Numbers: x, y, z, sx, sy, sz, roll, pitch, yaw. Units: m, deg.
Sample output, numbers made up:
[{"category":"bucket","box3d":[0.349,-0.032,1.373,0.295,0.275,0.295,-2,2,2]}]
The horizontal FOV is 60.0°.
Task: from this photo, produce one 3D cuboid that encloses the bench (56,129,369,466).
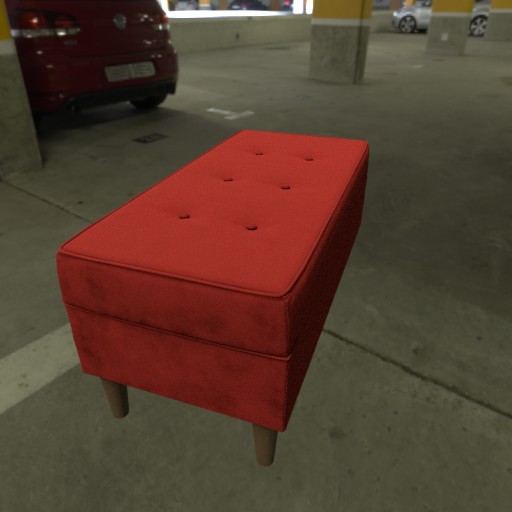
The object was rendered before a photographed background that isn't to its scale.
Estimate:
[{"category":"bench","box3d":[0.000,0.000,1.293,0.492,0.471,1.016,10,31,17]}]
